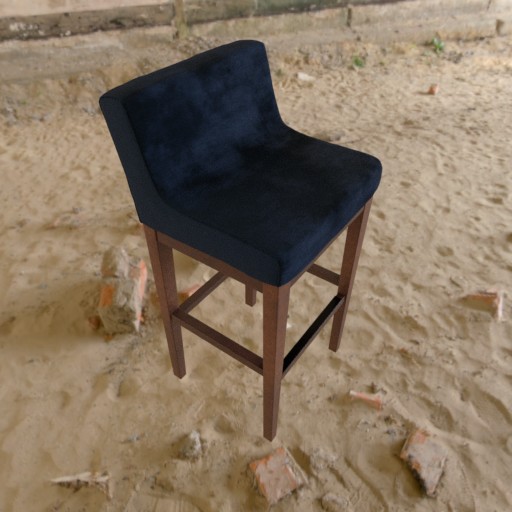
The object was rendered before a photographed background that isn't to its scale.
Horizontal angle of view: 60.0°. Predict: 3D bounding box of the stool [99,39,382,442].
[{"bbox_3d":[0.000,0.000,1.312,0.500,1.037,0.511,26,47,26],"label":"stool"}]
